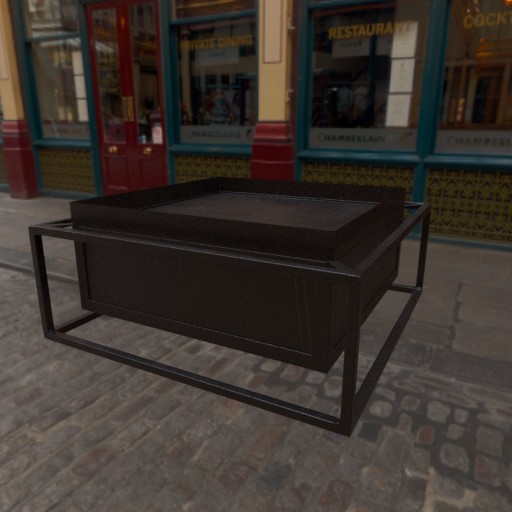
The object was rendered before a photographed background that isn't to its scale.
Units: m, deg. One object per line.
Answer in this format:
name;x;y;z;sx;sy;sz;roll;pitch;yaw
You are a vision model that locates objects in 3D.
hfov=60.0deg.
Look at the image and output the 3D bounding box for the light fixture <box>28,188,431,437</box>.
light fixture;0.000;0.000;0.684;0.441;0.191;0.441;8;18;27
